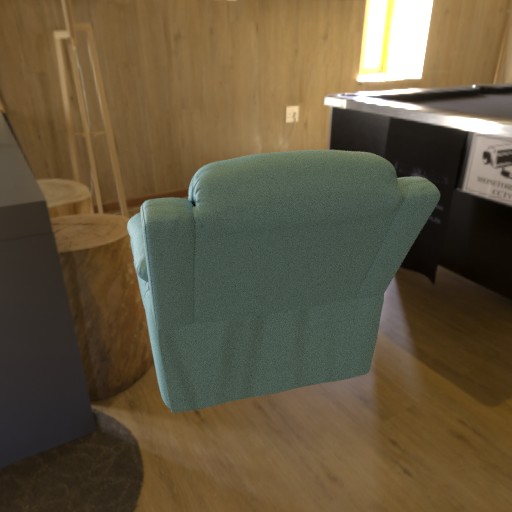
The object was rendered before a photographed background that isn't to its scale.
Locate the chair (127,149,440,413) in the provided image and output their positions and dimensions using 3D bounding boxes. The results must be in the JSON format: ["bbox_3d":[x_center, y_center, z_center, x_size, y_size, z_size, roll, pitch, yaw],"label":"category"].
[{"bbox_3d":[0.000,0.000,1.236,0.680,0.702,0.709,-7,27,-14],"label":"chair"}]
